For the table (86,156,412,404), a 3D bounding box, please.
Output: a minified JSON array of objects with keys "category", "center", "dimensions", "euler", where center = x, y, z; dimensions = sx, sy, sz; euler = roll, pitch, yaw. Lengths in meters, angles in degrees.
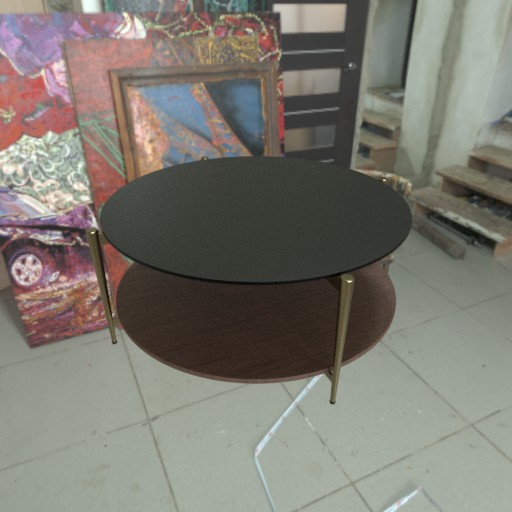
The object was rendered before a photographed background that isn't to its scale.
[{"category":"table","center":[0.000,0.000,1.489],"dimensions":[0.938,0.400,0.938],"euler":[19,35,30]}]
